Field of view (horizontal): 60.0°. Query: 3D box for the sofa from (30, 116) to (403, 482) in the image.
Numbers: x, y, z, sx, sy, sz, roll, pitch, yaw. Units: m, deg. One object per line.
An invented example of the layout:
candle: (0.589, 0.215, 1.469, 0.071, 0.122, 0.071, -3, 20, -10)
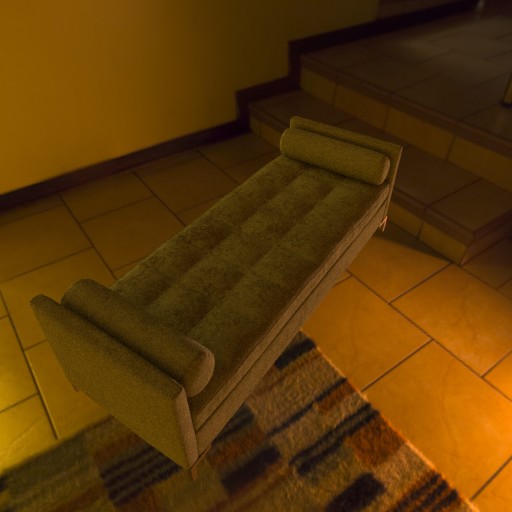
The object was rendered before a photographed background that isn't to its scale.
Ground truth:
sofa: (0.000, 0.000, 2.441, 0.797, 0.657, 2.102, 25, 48, 25)
